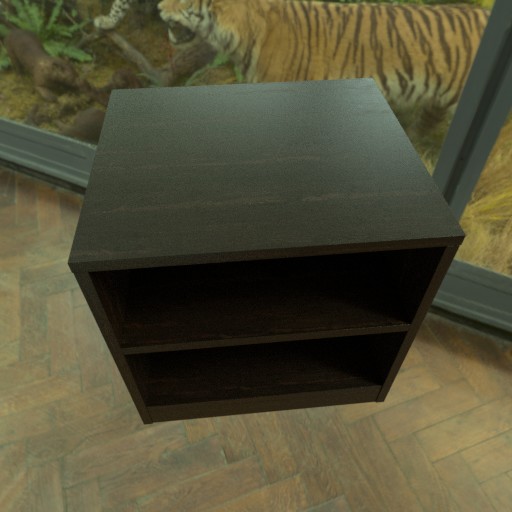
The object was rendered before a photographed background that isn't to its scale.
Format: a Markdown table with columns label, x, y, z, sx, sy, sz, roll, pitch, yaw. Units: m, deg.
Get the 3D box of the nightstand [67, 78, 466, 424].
| label | x | y | z | sx | sy | sz | roll | pitch | yaw |
| --- | --- | --- | --- | --- | --- | --- | --- | --- | --- |
| nightstand | 0.000 | 0.000 | 0.861 | 0.489 | 0.487 | 0.427 | -4 | 47 | -4 |
